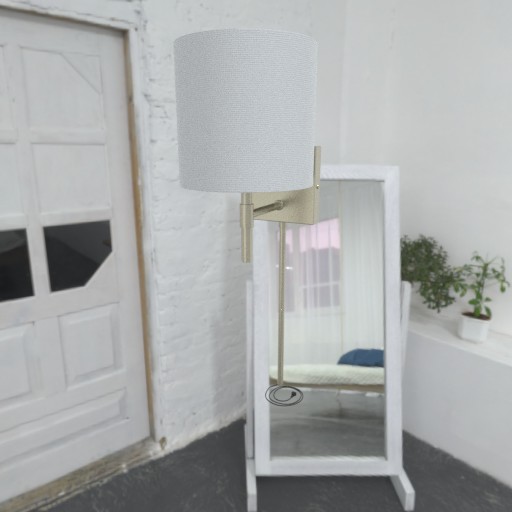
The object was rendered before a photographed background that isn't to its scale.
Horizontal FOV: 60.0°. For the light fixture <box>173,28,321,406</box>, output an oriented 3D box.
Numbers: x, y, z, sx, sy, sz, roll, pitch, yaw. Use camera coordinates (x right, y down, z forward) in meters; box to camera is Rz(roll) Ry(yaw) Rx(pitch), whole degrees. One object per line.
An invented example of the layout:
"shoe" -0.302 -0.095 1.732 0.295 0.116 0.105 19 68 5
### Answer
"light fixture" 0.000 0.000 0.686 0.188 0.589 0.248 7 17 26
